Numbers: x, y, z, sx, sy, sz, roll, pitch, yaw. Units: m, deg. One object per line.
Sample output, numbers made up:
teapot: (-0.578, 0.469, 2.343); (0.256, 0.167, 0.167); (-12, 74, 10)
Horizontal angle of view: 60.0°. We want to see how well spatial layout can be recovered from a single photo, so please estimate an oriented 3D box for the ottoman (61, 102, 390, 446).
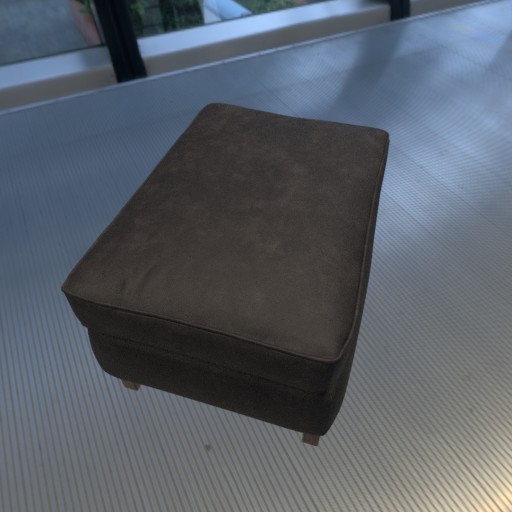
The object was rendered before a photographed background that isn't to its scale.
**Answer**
ottoman: (0.000, 0.000, 0.989); (0.501, 0.413, 0.665); (13, 48, 12)
